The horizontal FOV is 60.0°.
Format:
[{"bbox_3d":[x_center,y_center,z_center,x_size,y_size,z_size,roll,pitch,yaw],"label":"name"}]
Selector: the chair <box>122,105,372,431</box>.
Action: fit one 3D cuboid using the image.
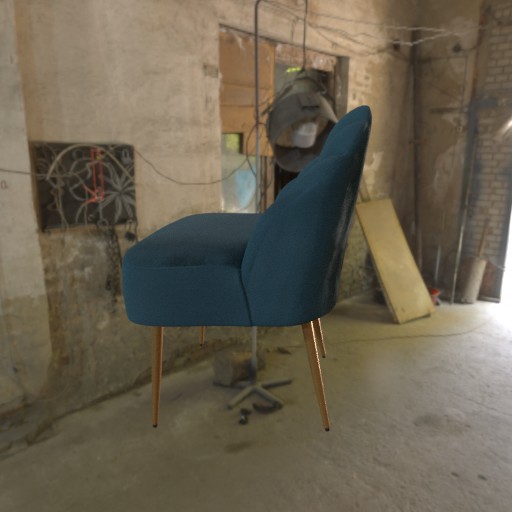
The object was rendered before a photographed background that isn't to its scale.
[{"bbox_3d":[0.000,0.000,1.280,0.599,0.819,0.657,2,14,7],"label":"chair"}]
